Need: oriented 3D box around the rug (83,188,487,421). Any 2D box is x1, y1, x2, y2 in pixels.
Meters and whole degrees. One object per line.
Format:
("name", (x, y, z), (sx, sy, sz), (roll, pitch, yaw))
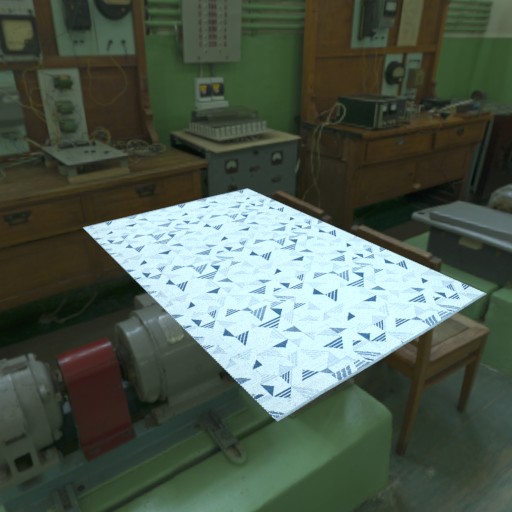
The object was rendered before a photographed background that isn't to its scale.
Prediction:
("rug", (0.000, 0.000, 2.306), (1.206, 0.003, 1.835), (-19, 33, -32))
